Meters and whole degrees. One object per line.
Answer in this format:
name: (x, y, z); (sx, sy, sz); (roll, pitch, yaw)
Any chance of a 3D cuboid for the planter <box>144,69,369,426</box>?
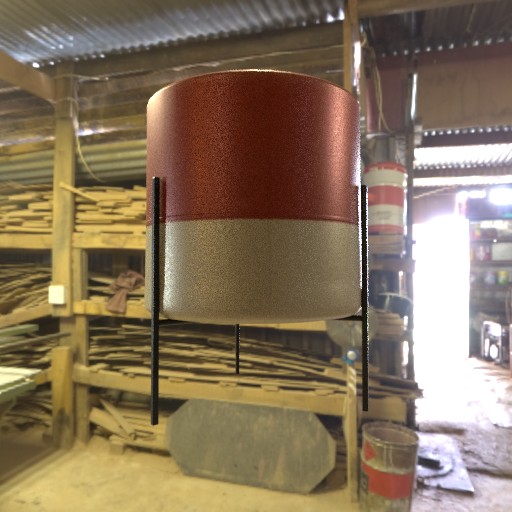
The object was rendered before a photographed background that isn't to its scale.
planter: (0.000, 0.000, 0.723); (0.354, 0.465, 0.345); (-1, -2, 19)
